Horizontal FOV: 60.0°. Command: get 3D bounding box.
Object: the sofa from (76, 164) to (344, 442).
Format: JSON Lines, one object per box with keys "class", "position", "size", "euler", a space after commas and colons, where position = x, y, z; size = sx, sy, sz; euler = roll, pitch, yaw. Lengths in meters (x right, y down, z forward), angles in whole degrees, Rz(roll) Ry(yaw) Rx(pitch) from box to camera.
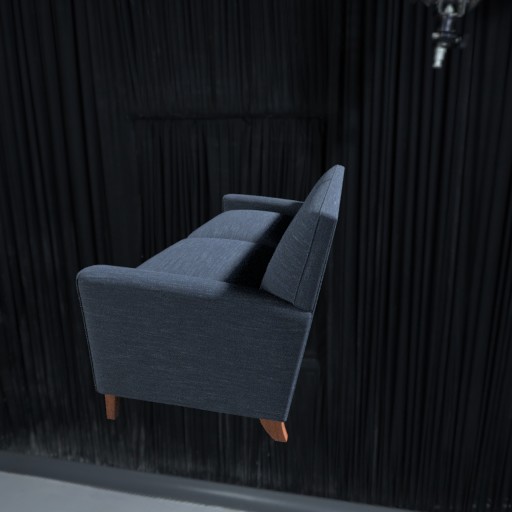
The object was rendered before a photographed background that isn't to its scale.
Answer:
{"class": "sofa", "position": [0.000, 0.000, 2.395], "size": [0.875, 0.846, 1.976], "euler": [3, 16, 11]}
